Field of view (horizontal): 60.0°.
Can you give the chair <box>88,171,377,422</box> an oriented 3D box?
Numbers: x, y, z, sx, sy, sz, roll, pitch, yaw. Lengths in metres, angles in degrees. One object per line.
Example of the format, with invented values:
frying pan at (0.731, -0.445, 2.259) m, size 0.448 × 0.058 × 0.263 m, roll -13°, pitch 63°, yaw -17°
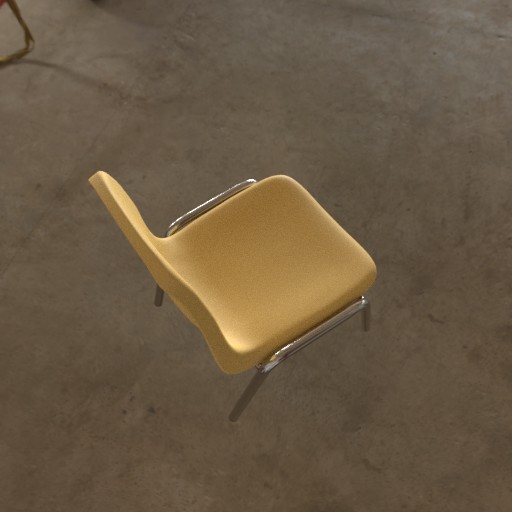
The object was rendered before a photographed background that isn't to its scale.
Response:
chair at (0.000, 0.000, 0.782) m, size 0.385 × 0.536 × 0.354 m, roll -31°, pitch 64°, yaw -17°
